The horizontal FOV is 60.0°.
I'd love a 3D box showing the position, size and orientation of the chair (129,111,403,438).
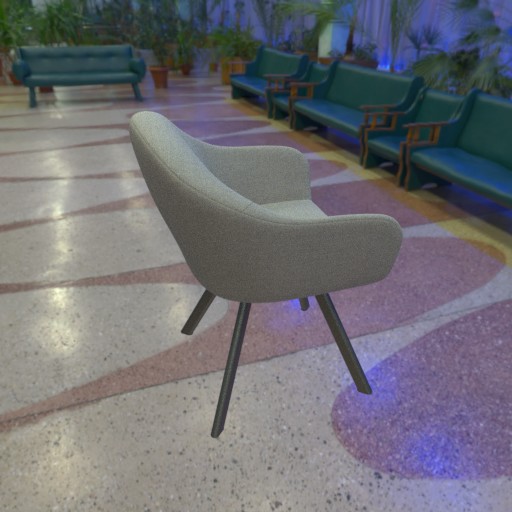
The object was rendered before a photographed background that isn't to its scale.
[{"bbox_3d":[0.000,0.000,1.206,0.570,0.780,0.540,-10,32,-16],"label":"chair"}]
